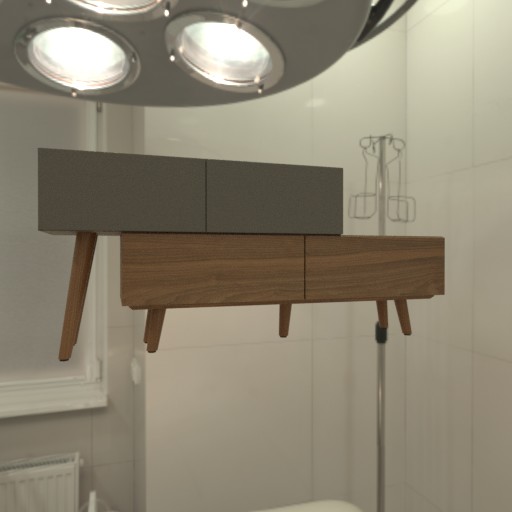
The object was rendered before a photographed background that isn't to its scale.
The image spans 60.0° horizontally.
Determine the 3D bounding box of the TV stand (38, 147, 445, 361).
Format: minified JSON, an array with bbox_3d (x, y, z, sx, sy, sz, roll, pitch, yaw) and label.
[{"bbox_3d":[0.000,0.000,1.546,1.336,0.591,0.329,0,0,-18],"label":"TV stand"}]
